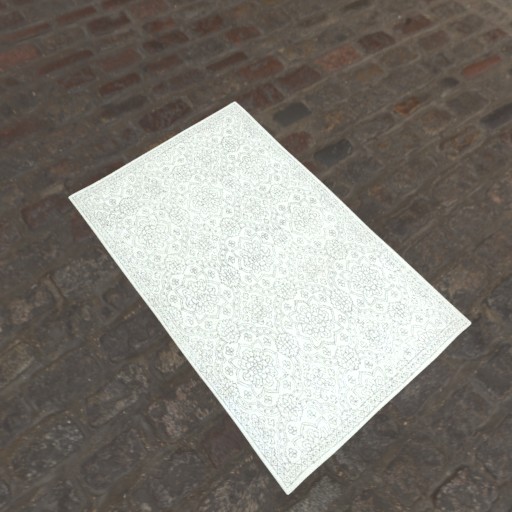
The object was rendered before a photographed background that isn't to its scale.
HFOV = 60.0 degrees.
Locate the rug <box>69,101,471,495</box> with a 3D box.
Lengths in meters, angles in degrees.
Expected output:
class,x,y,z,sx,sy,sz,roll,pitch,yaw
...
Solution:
class,x,y,z,sx,sy,sz,roll,pitch,yaw
rug,0.000,0.000,2.982,1.518,0.023,2.434,-36,68,-16
